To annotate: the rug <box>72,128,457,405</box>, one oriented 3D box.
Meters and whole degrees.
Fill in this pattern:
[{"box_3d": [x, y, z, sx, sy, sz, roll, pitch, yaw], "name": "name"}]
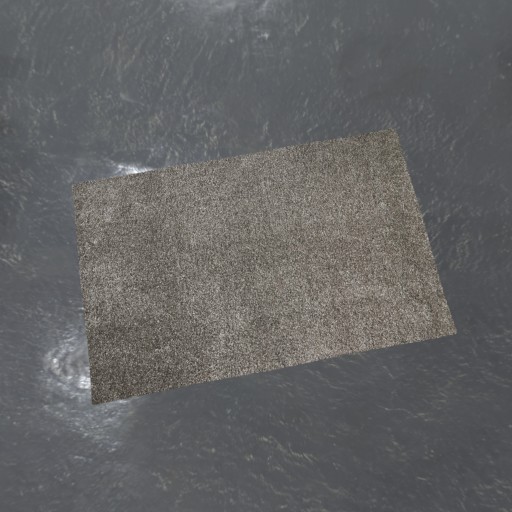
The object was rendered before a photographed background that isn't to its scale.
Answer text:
[{"box_3d": [0.000, 0.000, 2.986, 2.352, 0.025, 1.501, -10, 76, -3], "name": "rug"}]
